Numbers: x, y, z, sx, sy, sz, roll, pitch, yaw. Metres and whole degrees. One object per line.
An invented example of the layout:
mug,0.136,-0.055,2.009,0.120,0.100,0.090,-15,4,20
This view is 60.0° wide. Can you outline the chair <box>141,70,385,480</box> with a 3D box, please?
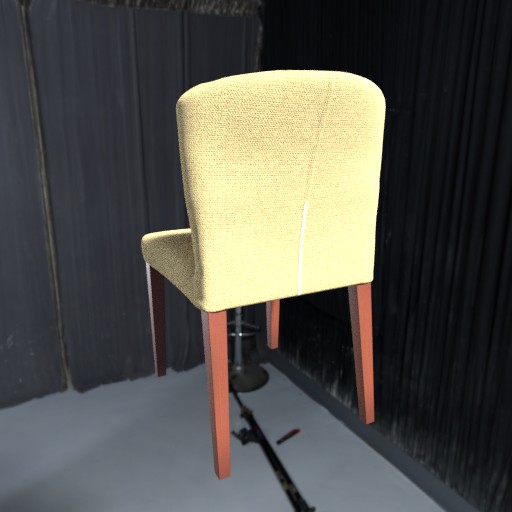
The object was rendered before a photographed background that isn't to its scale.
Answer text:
chair,0.000,0.000,1.164,0.491,0.839,0.589,-8,17,-27
